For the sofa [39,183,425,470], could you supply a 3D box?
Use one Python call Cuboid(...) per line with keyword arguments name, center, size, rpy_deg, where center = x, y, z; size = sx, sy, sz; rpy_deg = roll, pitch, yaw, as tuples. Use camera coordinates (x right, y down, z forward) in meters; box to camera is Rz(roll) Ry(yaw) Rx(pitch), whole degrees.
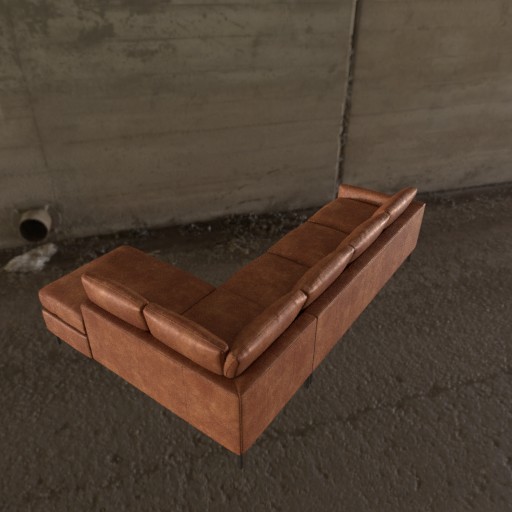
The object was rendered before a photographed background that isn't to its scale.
Cuboid(name="sofa", center=(0.000, 0.000, 3.895), size=(1.938, 0.877, 2.984), rpy_deg=(21, 38, 30))
